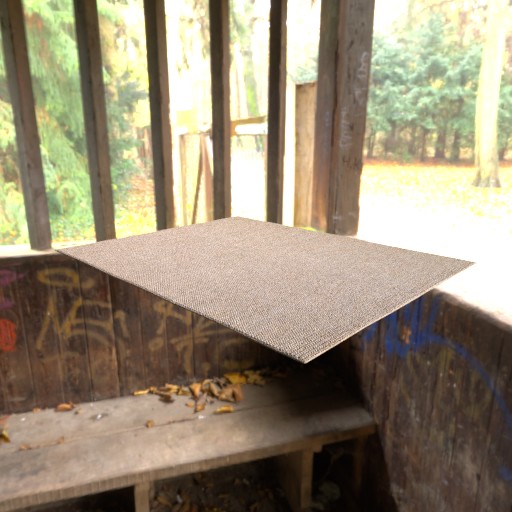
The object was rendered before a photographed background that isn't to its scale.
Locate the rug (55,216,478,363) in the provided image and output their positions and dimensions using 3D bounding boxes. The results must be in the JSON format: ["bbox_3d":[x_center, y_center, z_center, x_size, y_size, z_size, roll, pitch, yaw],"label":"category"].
[{"bbox_3d":[0.000,0.000,4.042,3.034,0.012,2.406,15,22,42],"label":"rug"}]
